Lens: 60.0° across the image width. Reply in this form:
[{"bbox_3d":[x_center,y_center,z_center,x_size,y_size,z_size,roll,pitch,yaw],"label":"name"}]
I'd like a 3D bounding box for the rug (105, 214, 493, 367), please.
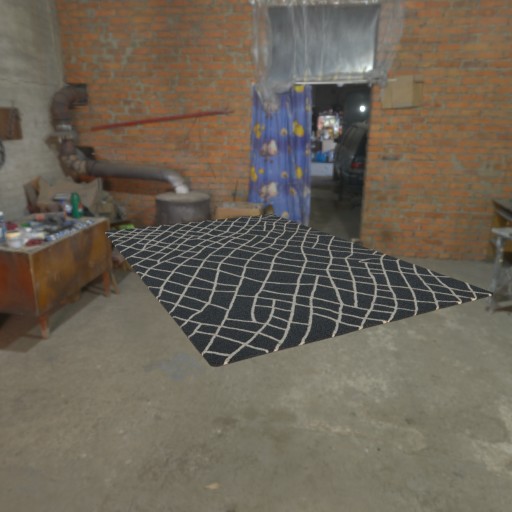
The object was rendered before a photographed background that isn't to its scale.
[{"bbox_3d":[0.000,0.000,2.291,1.223,0.013,1.830,-8,19,-26],"label":"rug"}]
